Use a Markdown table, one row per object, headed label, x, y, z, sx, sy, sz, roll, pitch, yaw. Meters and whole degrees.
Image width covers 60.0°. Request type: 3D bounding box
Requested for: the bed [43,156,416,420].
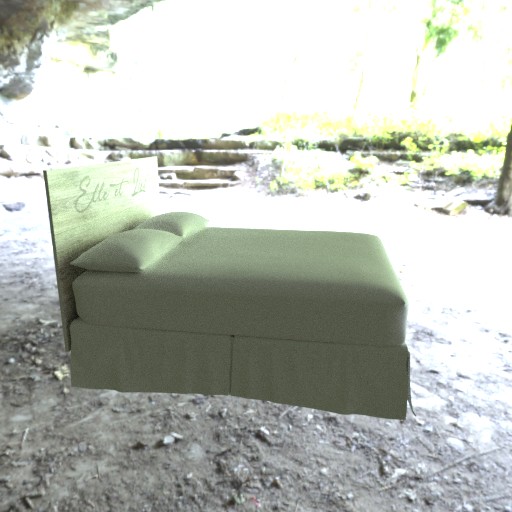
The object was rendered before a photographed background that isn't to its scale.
| label | x | y | z | sx | sy | sz | roll | pitch | yaw |
| --- | --- | --- | --- | --- | --- | --- | --- | --- | --- |
| bed | 0.000 | 0.000 | 3.246 | 2.094 | 1.335 | 1.745 | 3 | 16 | 9 |
